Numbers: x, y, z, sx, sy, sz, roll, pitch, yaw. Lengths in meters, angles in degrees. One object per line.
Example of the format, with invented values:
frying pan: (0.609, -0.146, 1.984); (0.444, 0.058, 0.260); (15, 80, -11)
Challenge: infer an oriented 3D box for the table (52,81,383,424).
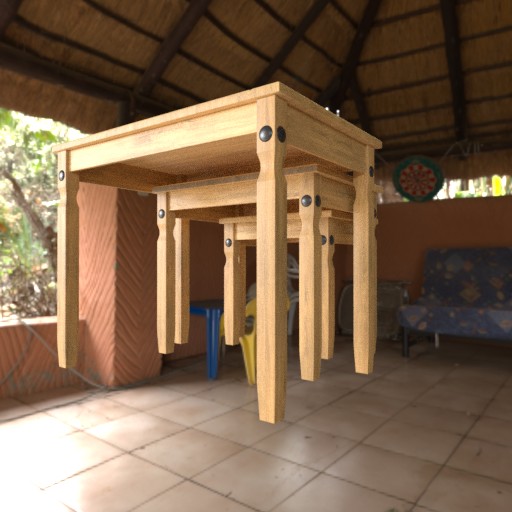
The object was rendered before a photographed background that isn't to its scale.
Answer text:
table: (0.000, 0.000, 1.189); (0.660, 0.535, 0.773); (0, -1, 36)
